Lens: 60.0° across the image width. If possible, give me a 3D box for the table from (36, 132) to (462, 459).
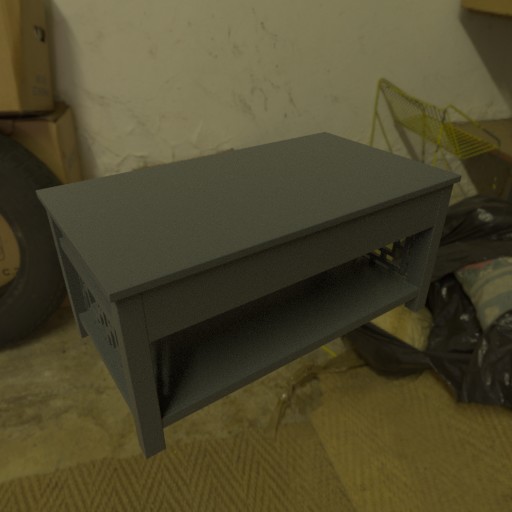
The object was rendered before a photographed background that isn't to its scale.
[{"bbox_3d":[0.000,0.000,1.398,1.068,0.493,0.612,-19,36,-30],"label":"table"}]
